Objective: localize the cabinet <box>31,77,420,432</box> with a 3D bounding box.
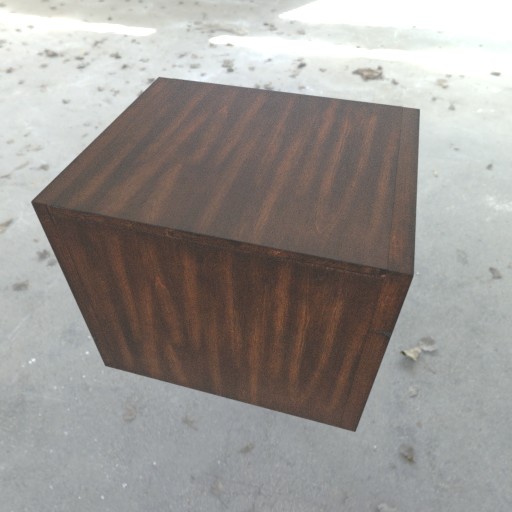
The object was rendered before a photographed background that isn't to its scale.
[{"bbox_3d":[0.000,0.000,0.829,0.500,0.455,0.402,11,46,11],"label":"cabinet"}]
